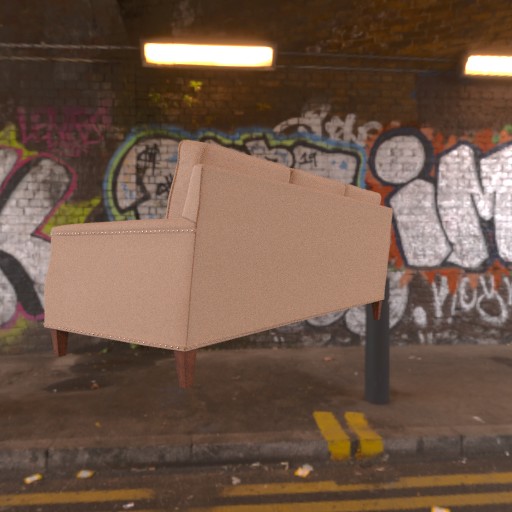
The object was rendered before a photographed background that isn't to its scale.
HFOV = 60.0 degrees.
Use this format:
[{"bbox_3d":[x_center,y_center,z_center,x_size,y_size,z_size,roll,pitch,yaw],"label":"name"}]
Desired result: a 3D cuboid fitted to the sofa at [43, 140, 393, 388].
[{"bbox_3d":[0.000,0.000,2.836,1.084,1.003,2.246,1,1,35],"label":"sofa"}]
